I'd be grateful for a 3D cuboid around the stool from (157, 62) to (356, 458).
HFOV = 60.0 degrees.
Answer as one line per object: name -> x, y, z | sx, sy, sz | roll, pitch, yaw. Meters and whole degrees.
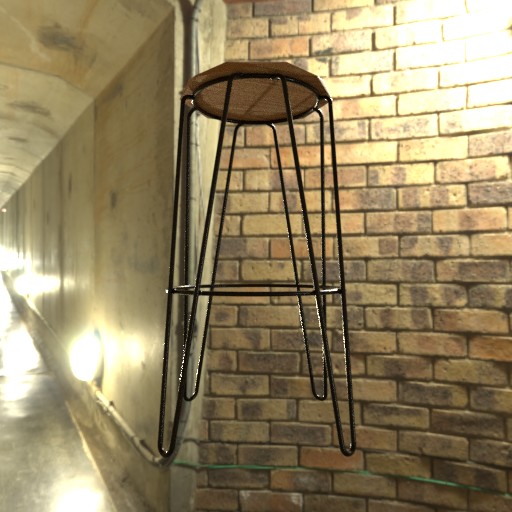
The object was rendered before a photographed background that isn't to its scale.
stool -> 0.000, 0.000, 0.815 | 0.326, 0.610, 0.326 | 0, -2, 0
